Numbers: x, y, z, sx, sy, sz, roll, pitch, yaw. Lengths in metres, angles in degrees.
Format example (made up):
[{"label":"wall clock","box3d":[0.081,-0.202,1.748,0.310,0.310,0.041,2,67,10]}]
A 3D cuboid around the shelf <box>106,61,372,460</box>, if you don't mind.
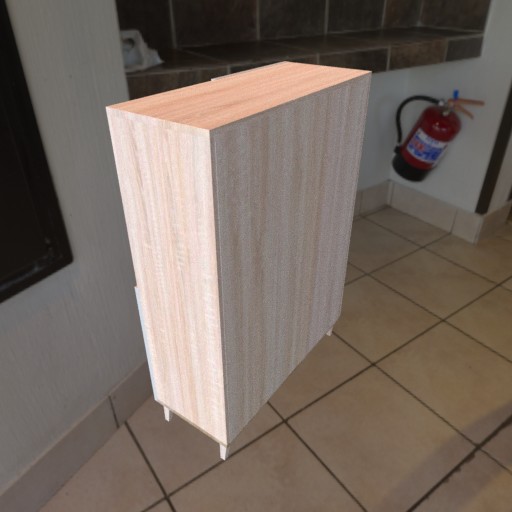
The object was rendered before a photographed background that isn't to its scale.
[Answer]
[{"label":"shelf","box3d":[0.000,0.000,1.918,0.434,1.405,0.995,21,38,30]}]
